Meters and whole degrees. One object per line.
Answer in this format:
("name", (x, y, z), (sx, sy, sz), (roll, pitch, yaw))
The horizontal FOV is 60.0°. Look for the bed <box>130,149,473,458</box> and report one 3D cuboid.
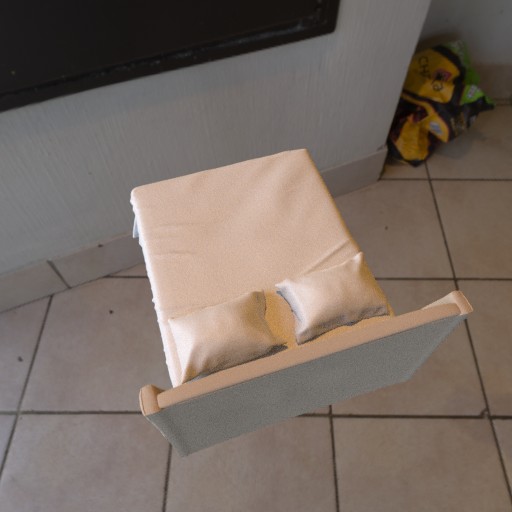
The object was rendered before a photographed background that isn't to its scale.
("bed", (0.000, 0.000, 3.482), (1.925, 1.332, 2.276), (-15, 59, -9))
